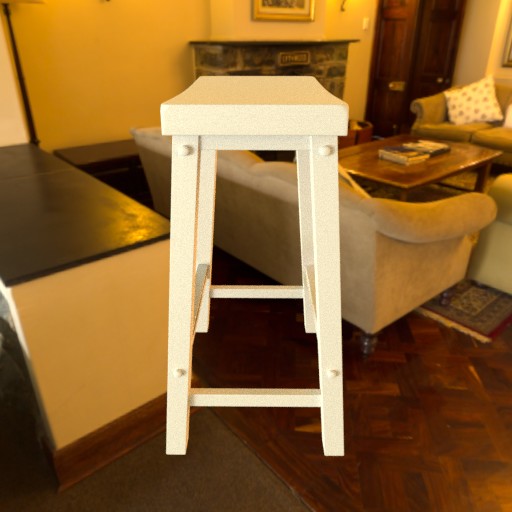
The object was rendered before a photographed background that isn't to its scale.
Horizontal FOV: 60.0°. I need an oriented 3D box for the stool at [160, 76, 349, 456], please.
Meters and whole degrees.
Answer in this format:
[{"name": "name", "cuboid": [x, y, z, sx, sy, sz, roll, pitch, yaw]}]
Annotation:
[{"name": "stool", "cuboid": [0.000, 0.000, 0.850, 0.322, 0.610, 0.406, 0, 27, 0]}]
